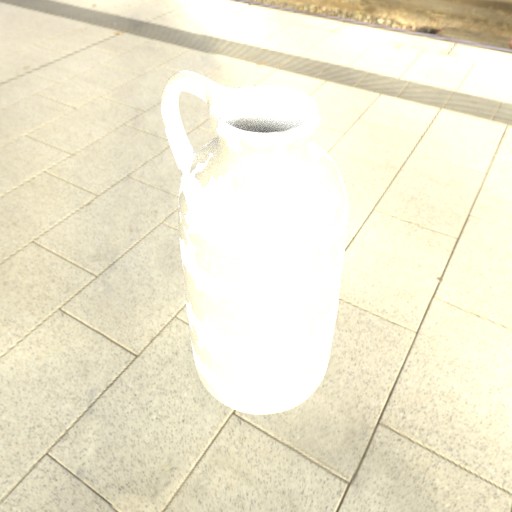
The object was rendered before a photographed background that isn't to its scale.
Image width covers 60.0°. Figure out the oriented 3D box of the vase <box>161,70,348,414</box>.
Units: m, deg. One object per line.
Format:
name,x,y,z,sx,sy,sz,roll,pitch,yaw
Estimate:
vase,0.000,0.000,0.490,0.203,0.382,0.186,22,49,20
